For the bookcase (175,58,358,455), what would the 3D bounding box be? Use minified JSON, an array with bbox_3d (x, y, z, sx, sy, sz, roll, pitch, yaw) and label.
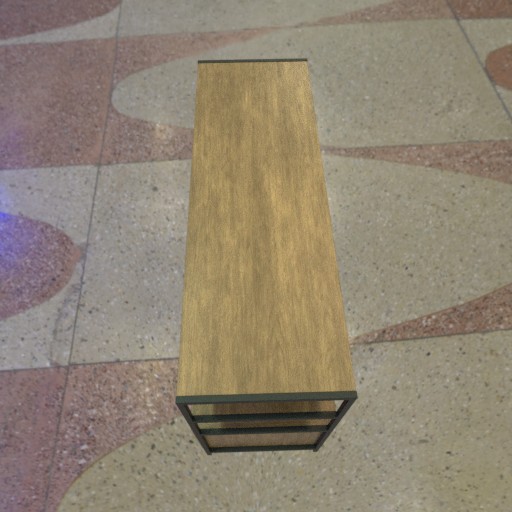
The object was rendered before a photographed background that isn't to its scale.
[{"bbox_3d":[0.000,0.000,1.518,0.391,0.712,1.149,-1,58,-1],"label":"bookcase"}]
